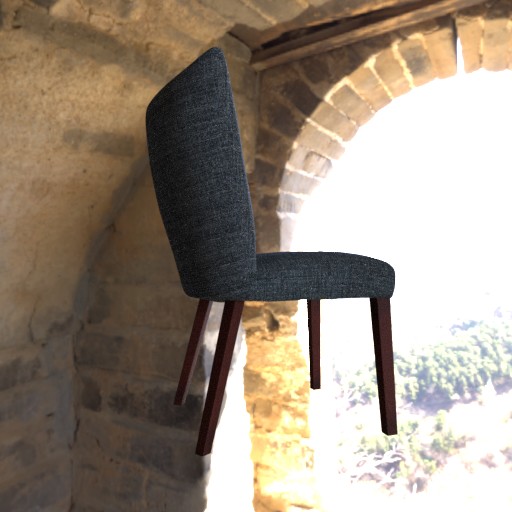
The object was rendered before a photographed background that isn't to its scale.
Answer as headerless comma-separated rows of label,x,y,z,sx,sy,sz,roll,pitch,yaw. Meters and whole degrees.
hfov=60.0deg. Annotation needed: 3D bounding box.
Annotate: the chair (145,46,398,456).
chair,0.000,0.000,1.278,0.623,0.924,0.535,0,-2,-18
